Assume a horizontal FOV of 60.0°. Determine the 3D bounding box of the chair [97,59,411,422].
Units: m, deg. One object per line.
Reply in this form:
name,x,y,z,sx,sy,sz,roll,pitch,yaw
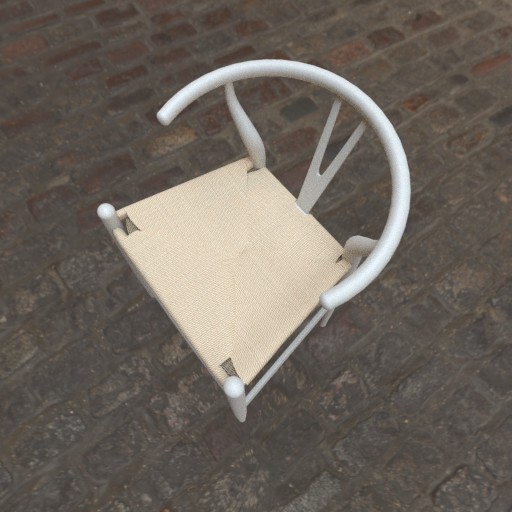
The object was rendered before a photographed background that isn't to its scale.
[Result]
chair,0.000,0.000,1.061,0.500,0.736,0.533,-35,69,-16
